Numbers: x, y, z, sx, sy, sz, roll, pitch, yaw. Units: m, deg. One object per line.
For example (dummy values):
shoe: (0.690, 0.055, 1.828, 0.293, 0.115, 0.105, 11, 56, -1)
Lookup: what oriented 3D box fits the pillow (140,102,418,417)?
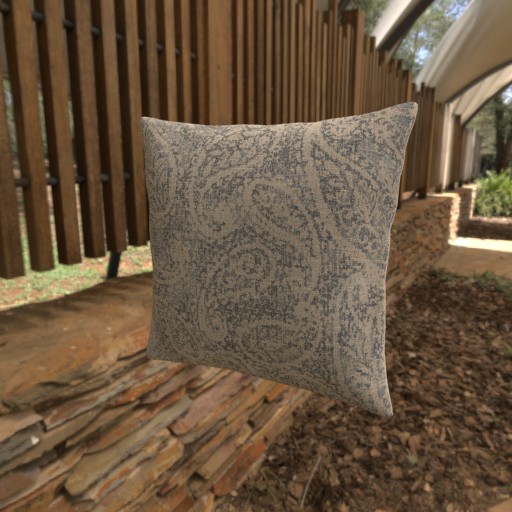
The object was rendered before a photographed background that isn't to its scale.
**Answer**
pillow: (0.000, 0.000, 0.811, 0.523, 0.510, 0.166, 6, 13, 25)
